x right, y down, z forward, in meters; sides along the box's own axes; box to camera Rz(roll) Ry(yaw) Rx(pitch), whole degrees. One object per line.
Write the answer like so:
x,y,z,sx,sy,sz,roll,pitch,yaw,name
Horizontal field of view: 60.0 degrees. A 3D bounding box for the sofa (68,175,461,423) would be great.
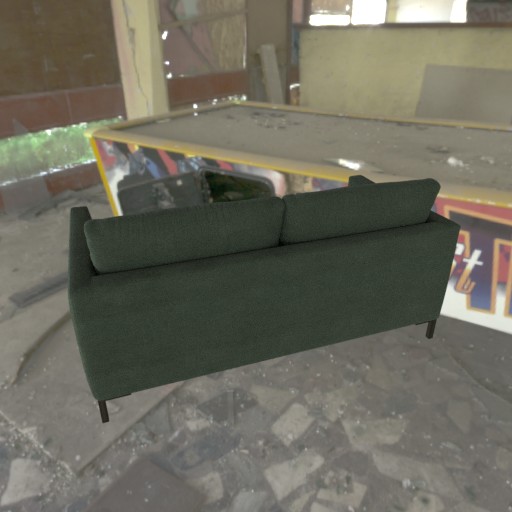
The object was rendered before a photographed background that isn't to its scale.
0.000,0.000,2.180,1.676,0.817,0.875,-9,28,-18,sofa
